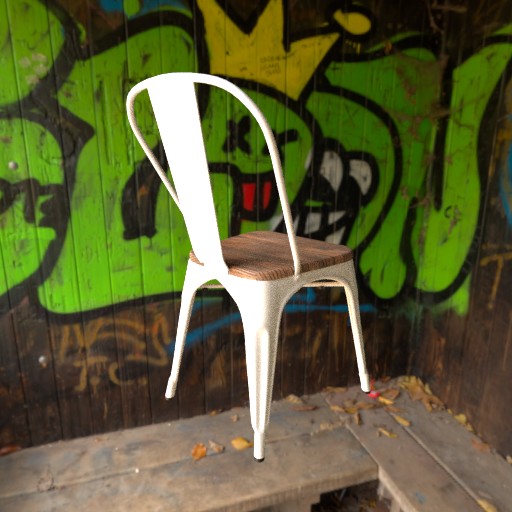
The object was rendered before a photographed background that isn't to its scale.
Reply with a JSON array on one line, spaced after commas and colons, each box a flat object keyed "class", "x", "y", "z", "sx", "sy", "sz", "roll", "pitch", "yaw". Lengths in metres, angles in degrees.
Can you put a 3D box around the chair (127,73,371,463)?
[{"class": "chair", "x": 0.000, "y": 0.000, "z": 1.169, "sx": 0.452, "sy": 0.851, "sz": 0.521, "roll": 14, "pitch": 21, "yaw": 42}]
